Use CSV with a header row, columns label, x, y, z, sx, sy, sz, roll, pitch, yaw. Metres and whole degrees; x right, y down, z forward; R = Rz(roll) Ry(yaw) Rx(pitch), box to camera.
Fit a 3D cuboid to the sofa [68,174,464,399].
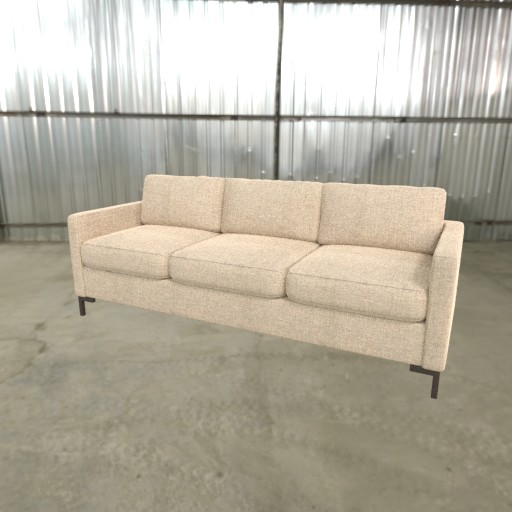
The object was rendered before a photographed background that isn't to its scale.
label,x,y,z,sx,sy,sz,roll,pitch,yaw
sofa,0.000,0.000,2.668,2.218,0.874,0.859,7,17,25
